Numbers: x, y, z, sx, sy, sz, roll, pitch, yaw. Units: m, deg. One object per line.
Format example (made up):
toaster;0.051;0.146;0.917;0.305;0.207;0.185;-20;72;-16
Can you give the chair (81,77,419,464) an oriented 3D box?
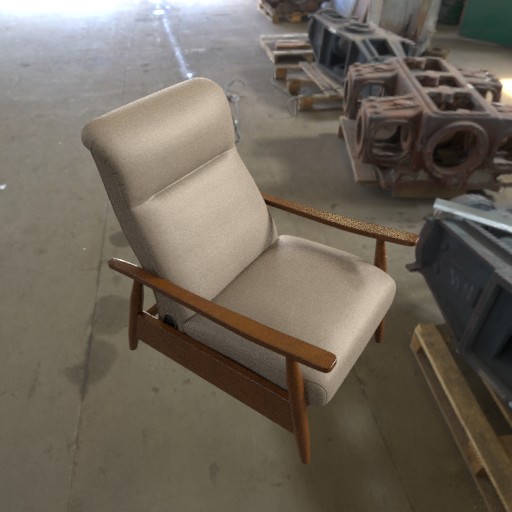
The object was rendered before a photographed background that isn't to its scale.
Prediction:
chair;0.000;0.000;1.763;1.032;1.082;0.762;24;46;26
